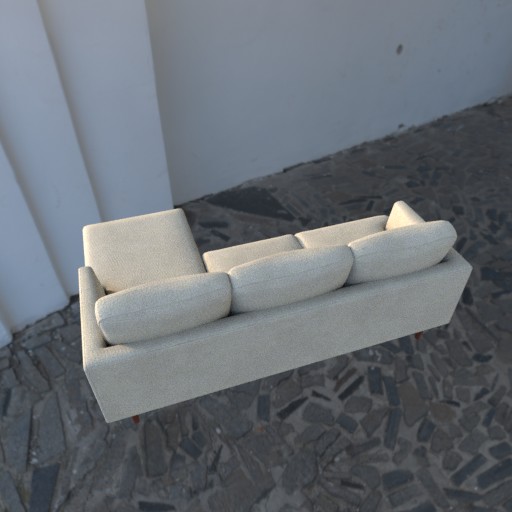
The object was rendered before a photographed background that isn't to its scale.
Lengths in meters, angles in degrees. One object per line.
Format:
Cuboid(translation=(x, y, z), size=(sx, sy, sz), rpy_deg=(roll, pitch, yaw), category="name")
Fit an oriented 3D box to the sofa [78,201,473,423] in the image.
Cuboid(translation=(0.000, 0.000, 3.025), size=(2.233, 0.956, 1.504), rpy_deg=(-13, 43, -14), category="sofa")
